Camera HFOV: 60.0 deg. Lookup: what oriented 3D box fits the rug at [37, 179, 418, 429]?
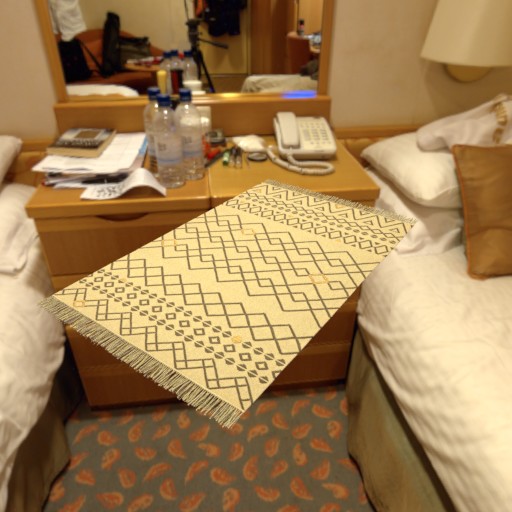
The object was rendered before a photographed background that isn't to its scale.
[{"bbox_3d":[0.000,0.000,3.131,1.495,0.035,2.472,21,37,30],"label":"rug"}]
